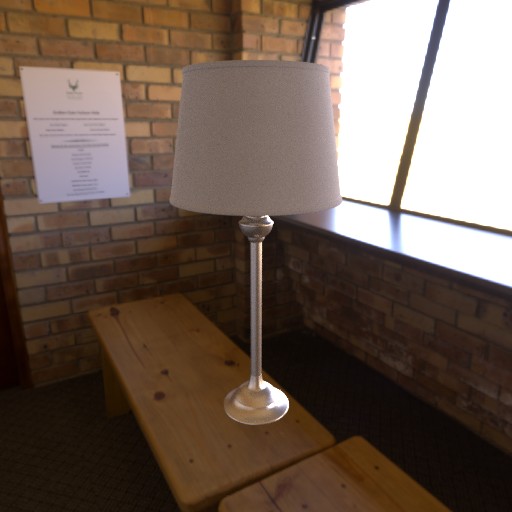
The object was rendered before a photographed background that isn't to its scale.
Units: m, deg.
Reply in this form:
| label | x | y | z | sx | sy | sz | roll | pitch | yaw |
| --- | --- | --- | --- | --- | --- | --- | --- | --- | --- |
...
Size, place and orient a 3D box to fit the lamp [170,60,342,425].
| label | x | y | z | sx | sy | sz | roll | pitch | yaw |
| --- | --- | --- | --- | --- | --- | --- | --- | --- | --- |
| lamp | 0.000 | 0.000 | 0.897 | 0.331 | 0.698 | 0.331 | 0 | 17 | 0 |
